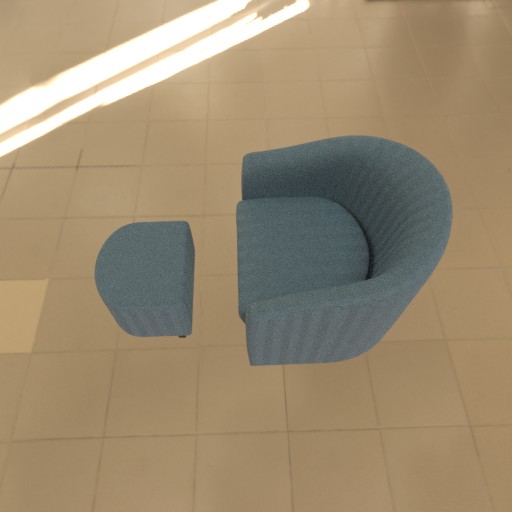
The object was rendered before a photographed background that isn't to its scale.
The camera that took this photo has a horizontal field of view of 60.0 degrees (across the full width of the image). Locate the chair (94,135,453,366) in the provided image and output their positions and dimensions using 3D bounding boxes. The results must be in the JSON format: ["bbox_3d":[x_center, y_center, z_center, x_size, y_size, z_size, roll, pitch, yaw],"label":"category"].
[{"bbox_3d":[0.000,0.000,1.762,1.288,0.757,0.756,-2,57,-1],"label":"chair"}]
